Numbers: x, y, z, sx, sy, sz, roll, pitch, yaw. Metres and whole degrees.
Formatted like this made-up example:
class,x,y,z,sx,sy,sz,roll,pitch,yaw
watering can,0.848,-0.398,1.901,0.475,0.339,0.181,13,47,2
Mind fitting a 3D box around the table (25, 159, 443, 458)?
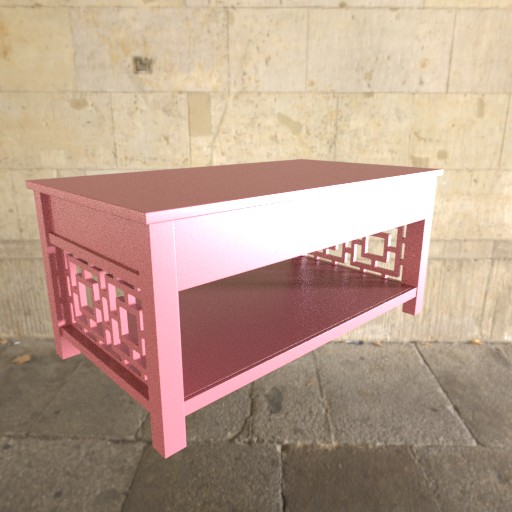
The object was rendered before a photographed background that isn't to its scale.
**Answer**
class,x,y,z,sx,sy,sz,roll,pitch,yaw
table,0.000,0.000,1.349,1.068,0.493,0.612,-15,22,-41
